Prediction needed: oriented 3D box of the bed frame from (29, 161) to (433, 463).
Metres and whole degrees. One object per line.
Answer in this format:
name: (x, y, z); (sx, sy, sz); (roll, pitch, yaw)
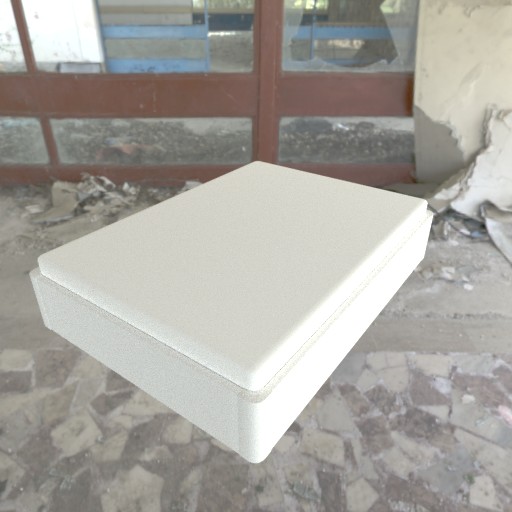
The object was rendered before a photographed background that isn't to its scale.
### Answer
bed frame: (0.000, 0.000, 2.528); (1.400, 0.406, 1.900); (20, 36, 31)
